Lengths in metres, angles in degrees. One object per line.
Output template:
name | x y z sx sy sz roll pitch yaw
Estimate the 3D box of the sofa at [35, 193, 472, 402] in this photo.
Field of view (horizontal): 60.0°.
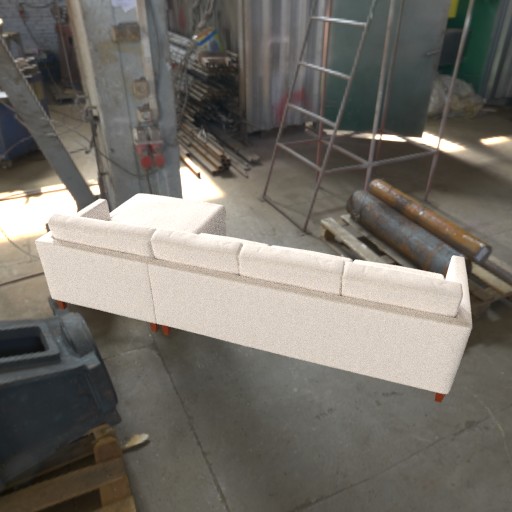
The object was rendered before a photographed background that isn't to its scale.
sofa | 0.000 0.000 4.056 3.471 0.954 1.606 10 34 16
